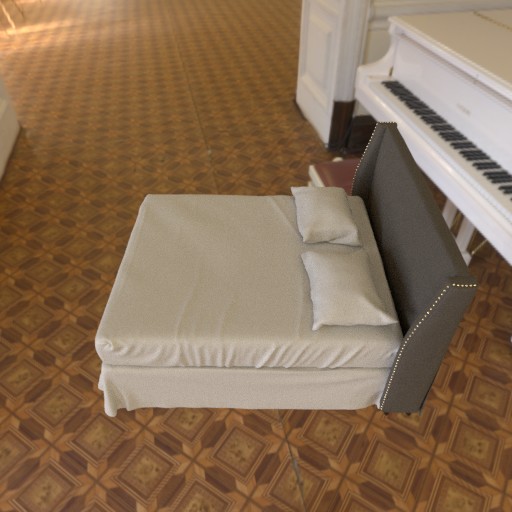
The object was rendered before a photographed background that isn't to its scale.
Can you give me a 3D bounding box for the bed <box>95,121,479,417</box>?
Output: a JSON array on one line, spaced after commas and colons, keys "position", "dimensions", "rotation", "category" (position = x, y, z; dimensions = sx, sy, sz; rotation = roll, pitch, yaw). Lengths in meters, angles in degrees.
[{"position": [0.000, 0.000, 3.346], "dimensions": [2.276, 1.332, 1.925], "rotation": [0, 42, 1], "category": "bed"}]
